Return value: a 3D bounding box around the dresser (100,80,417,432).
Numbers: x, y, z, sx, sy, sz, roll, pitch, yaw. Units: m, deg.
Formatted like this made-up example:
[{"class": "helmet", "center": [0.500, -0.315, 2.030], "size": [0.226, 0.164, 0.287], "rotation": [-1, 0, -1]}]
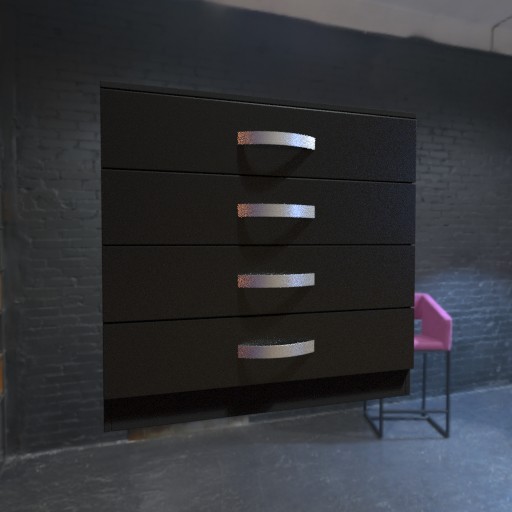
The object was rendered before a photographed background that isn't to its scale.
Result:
[{"class": "dresser", "center": [0.000, 0.000, 1.155], "size": [0.750, 0.720, 0.360], "rotation": [-1, 2, -18]}]
